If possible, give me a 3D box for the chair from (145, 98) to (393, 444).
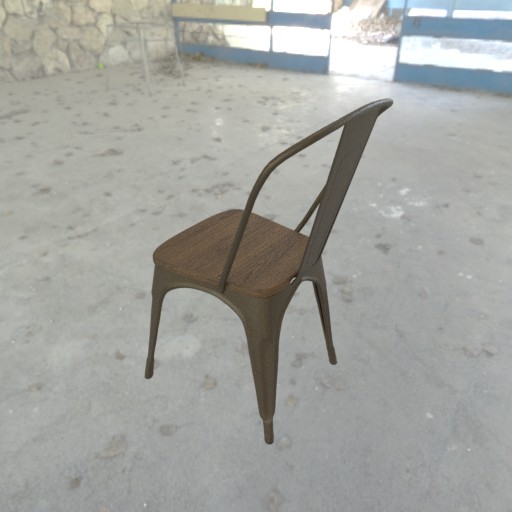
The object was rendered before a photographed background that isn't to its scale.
[{"bbox_3d":[0.000,0.000,1.169,0.532,0.844,0.451,21,37,31],"label":"chair"}]
